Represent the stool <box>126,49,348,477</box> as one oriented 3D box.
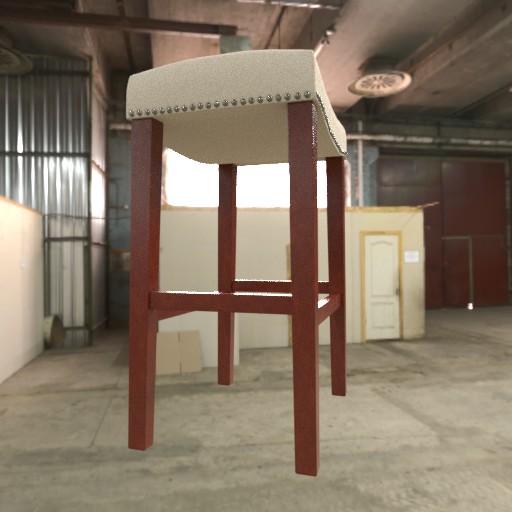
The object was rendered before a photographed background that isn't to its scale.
[{"bbox_3d":[0.000,0.000,1.023,0.372,0.742,0.504,0,0,18],"label":"stool"}]
